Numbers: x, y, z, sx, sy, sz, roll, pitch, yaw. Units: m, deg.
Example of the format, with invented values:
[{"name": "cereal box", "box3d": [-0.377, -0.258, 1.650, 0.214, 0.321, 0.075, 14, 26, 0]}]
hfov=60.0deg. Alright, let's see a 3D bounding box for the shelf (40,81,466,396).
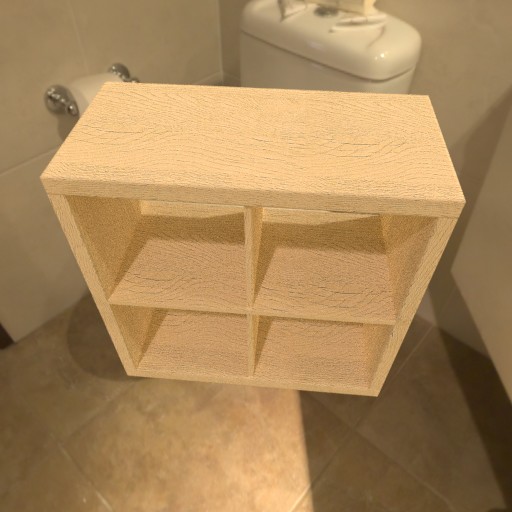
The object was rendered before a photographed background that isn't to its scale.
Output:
[{"name": "shelf", "box3d": [0.000, 0.000, 1.239, 0.790, 0.786, 0.390, 4, 47, 3]}]
